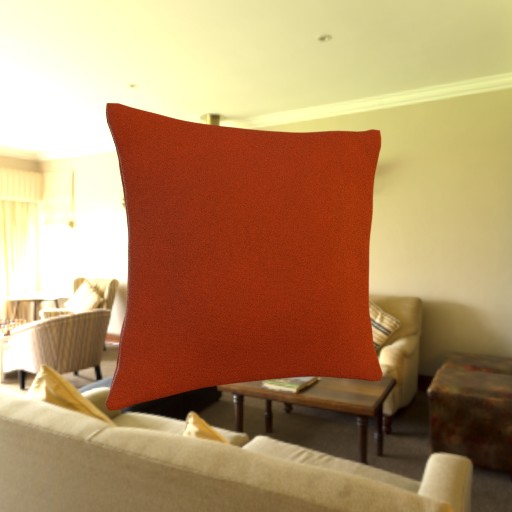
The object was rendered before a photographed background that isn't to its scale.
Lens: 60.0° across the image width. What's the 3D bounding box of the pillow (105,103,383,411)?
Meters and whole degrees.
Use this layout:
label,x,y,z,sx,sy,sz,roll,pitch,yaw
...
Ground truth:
label,x,y,z,sx,sy,sz,roll,pitch,yaw
pillow,0.000,0.000,0.672,0.435,0.416,0.151,0,1,-19
